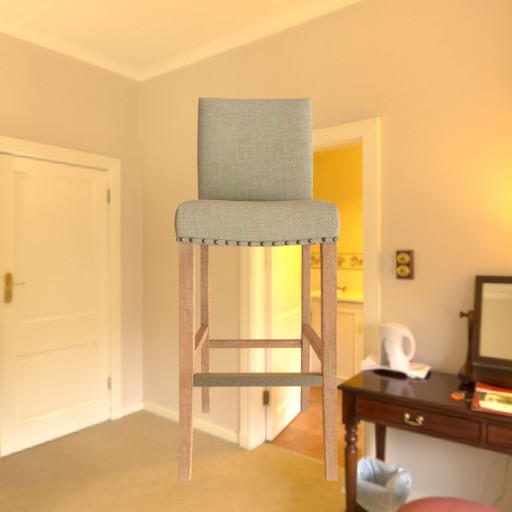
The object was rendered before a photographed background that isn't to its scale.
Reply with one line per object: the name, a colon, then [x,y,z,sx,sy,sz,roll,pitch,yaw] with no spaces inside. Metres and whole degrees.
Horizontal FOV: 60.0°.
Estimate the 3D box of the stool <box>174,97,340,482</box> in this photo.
stool: [0.000,0.000,1.461,0.445,1.203,0.585,0,1,-1]
